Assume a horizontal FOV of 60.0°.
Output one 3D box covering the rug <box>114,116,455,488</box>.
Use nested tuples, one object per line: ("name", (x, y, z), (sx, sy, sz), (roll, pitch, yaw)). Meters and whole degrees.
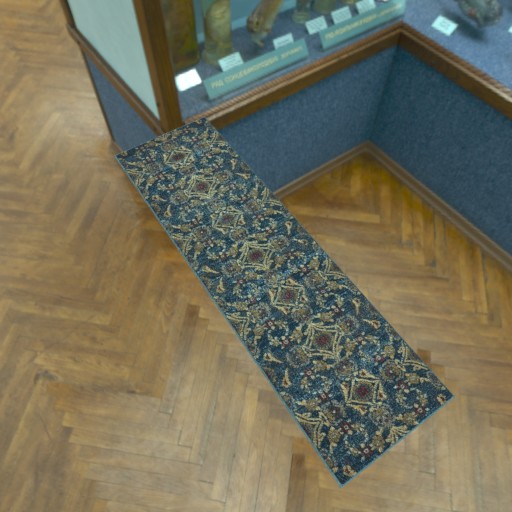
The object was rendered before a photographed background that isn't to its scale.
("rug", (0.000, 0.000, 2.450), (0.685, 0.014, 2.292), (-29, 62, -17))
